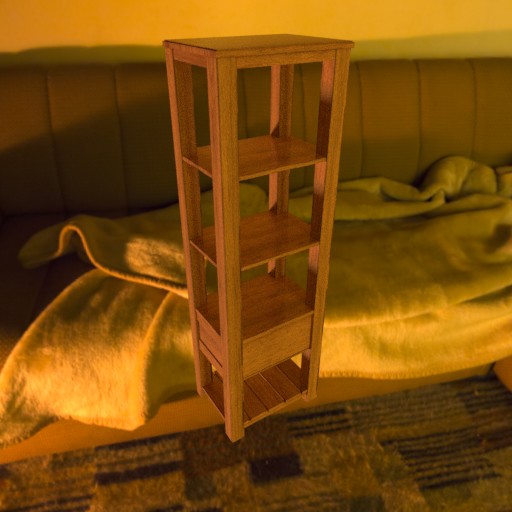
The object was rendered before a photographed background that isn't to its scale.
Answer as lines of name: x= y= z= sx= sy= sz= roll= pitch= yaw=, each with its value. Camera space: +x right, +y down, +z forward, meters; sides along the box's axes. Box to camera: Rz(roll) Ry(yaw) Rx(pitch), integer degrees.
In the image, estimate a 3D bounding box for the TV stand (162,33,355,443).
TV stand: x=0.000 y=0.000 z=2.080 sx=0.565 sy=1.828 sz=0.435 roll=-18 pitch=35 yaw=-28
